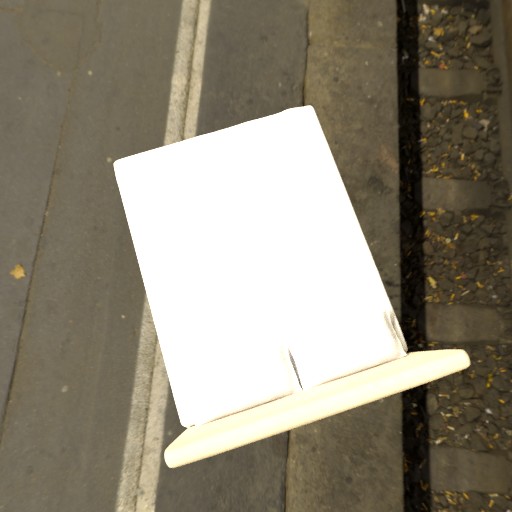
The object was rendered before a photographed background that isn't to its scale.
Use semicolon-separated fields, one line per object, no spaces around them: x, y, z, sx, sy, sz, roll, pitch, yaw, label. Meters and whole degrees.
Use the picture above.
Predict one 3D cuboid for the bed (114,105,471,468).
0.000;0.000;3.101;1.723;1.330;2.142;-17;77;-4;bed
